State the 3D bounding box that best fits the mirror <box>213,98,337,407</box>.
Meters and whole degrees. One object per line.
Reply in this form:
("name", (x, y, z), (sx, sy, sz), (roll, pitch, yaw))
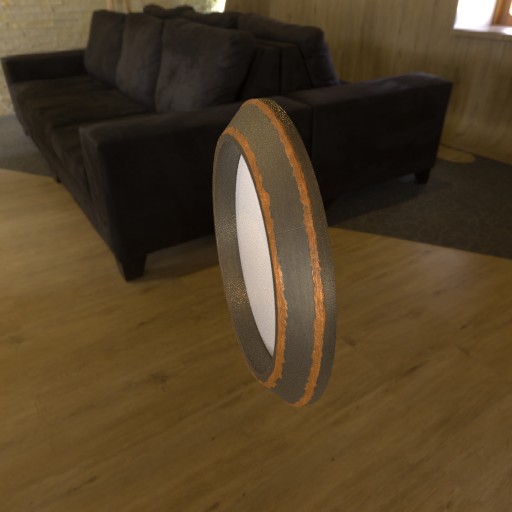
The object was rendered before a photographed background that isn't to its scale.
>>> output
("mirror", (0.000, 0.000, 1.359), (0.111, 0.907, 0.907), (-9, 33, -14))
